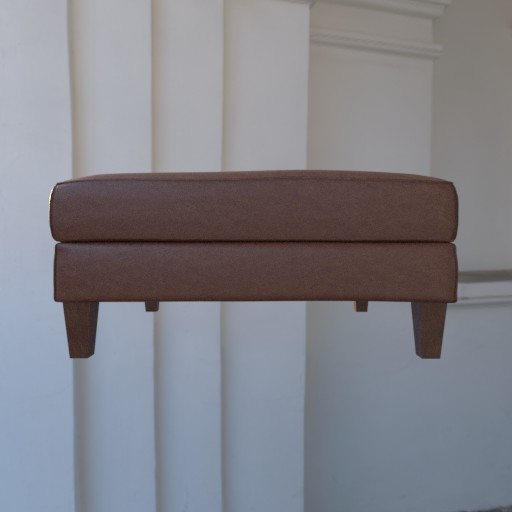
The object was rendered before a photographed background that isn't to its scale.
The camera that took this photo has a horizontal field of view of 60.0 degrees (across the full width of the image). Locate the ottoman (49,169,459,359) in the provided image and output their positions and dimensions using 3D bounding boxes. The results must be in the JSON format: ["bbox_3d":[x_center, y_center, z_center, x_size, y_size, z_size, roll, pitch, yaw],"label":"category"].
[{"bbox_3d":[0.000,0.000,1.448,0.987,0.472,0.836,0,2,0],"label":"ottoman"}]
